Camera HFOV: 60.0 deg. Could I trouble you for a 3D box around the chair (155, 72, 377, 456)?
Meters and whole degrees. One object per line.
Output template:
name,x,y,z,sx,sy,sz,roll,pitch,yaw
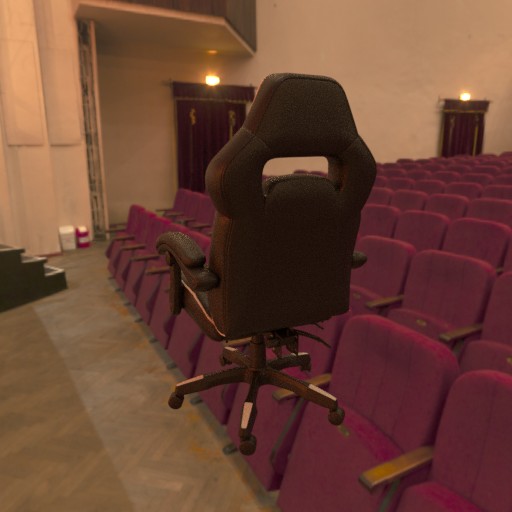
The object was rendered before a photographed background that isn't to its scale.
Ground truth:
chair,0.000,0.000,1.661,0.676,1.200,0.700,-7,16,-26
